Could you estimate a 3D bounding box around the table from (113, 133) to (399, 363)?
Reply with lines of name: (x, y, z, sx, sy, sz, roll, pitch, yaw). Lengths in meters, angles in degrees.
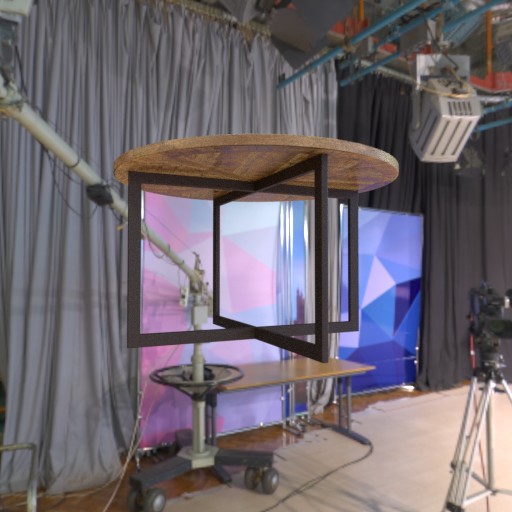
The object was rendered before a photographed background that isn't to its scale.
table: (0.000, 0.000, 2.054, 1.264, 0.762, 1.264, 0, -1, 0)
